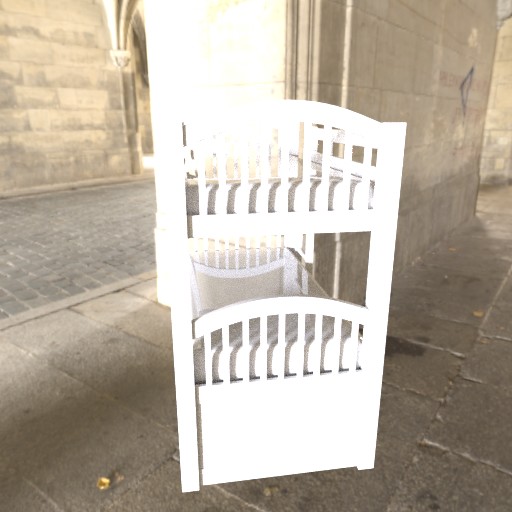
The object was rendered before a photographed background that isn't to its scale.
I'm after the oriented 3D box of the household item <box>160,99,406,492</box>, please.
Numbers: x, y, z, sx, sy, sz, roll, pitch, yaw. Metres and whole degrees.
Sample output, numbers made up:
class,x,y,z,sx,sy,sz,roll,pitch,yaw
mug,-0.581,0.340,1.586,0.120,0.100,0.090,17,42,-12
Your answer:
class,x,y,z,sx,sy,sz,roll,pitch,yaw
household item,0.000,0.000,3.170,1.143,2.032,2.032,-3,17,-9
